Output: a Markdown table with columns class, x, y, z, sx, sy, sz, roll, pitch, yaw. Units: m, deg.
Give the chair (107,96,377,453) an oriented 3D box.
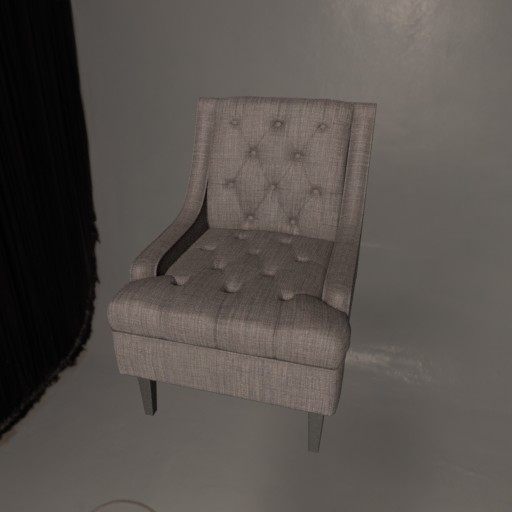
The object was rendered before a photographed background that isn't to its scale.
| class | x | y | z | sx | sy | sz | roll | pitch | yaw |
| --- | --- | --- | --- | --- | --- | --- | --- | --- | --- |
| chair | 0.000 | 0.000 | 1.417 | 0.655 | 0.891 | 0.771 | 7 | 27 | 14 |
